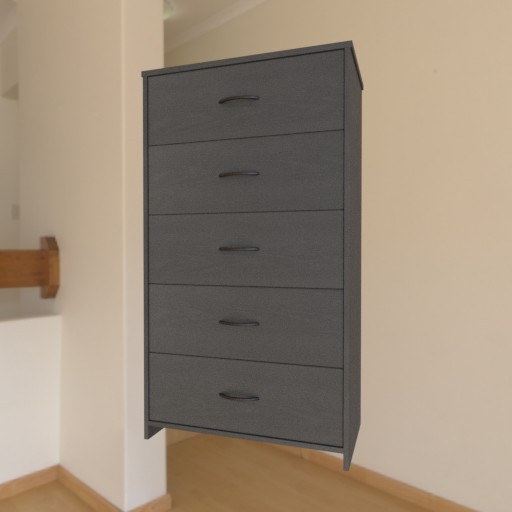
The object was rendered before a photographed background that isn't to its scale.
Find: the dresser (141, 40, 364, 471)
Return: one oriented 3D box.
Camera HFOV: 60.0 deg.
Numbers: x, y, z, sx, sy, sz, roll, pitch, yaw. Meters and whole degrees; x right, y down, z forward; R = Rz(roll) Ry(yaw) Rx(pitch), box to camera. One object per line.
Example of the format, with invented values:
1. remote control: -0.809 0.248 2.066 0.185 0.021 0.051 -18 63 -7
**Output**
1. dresser: 0.000 0.000 1.567 0.704 1.255 0.399 0 1 19
